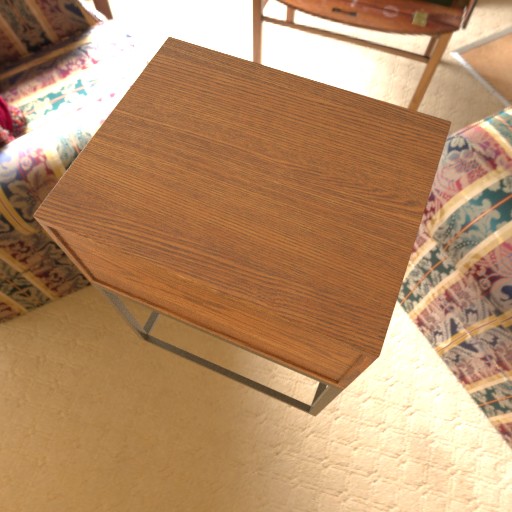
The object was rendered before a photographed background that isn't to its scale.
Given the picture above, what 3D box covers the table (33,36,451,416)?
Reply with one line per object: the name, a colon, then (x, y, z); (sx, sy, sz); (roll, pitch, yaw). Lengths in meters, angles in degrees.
table: (0.000, 0.000, 0.908); (0.482, 0.610, 0.400); (21, 66, 10)
